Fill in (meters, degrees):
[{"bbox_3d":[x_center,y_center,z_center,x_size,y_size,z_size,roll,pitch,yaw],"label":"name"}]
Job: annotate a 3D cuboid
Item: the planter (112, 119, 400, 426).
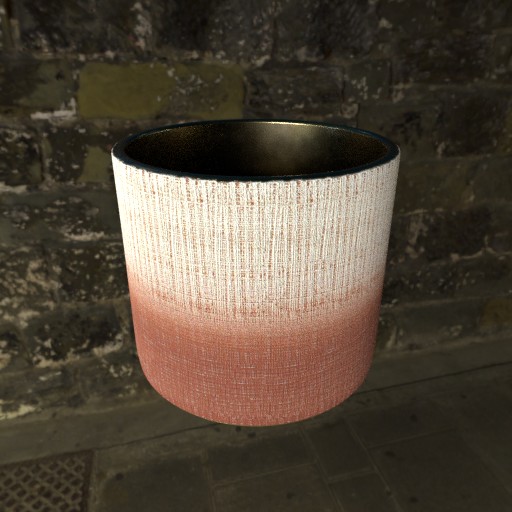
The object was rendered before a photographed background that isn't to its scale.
[{"bbox_3d":[0.000,0.000,0.389,0.221,0.201,0.221,0,26,0],"label":"planter"}]
